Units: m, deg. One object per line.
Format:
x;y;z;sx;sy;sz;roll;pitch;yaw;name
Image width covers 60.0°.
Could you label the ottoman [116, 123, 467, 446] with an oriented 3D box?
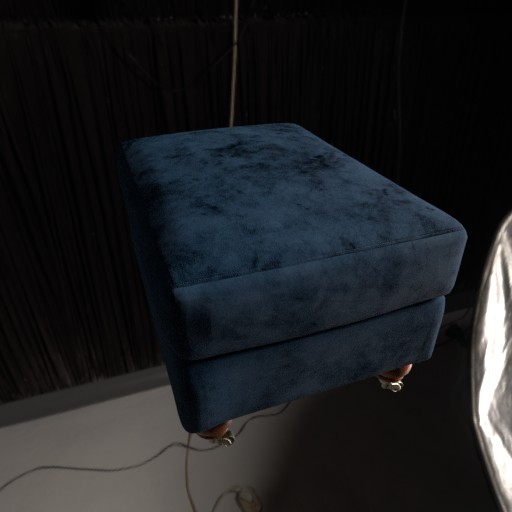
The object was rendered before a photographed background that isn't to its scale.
0.000;0.000;1.113;0.572;0.503;0.773;-11;33;-17;ottoman
